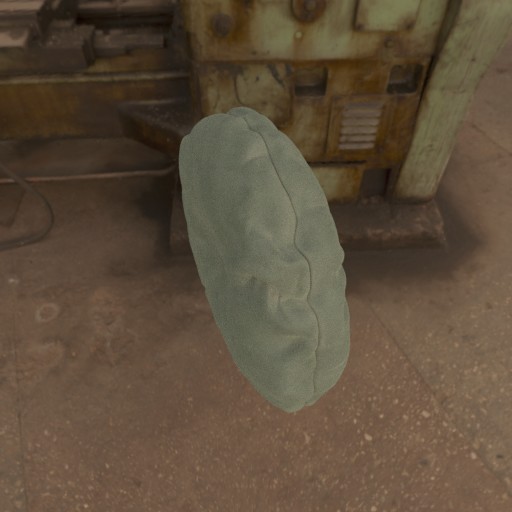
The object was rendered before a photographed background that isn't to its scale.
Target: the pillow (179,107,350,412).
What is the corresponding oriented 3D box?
[{"bbox_3d":[0.000,0.000,0.645,0.148,0.407,0.428,-16,50,-14],"label":"pillow"}]
